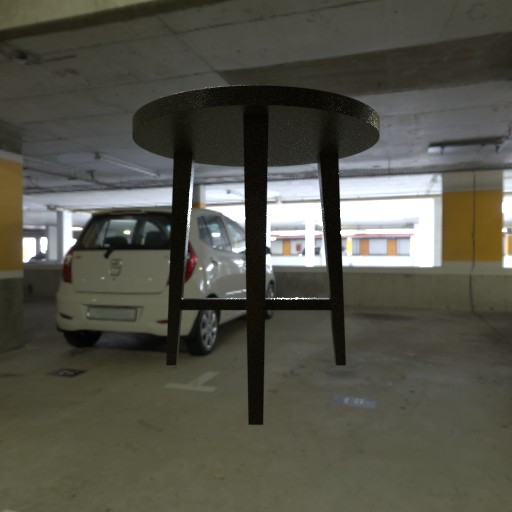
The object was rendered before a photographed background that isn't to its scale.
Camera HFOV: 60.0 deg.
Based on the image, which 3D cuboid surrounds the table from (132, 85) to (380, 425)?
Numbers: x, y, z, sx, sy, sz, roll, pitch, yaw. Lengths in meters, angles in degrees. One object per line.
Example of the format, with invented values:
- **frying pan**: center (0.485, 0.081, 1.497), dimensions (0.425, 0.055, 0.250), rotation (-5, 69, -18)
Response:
- **table**: center (0.000, 0.000, 0.932), dimensions (0.500, 0.531, 0.500), rotation (0, 1, 0)
